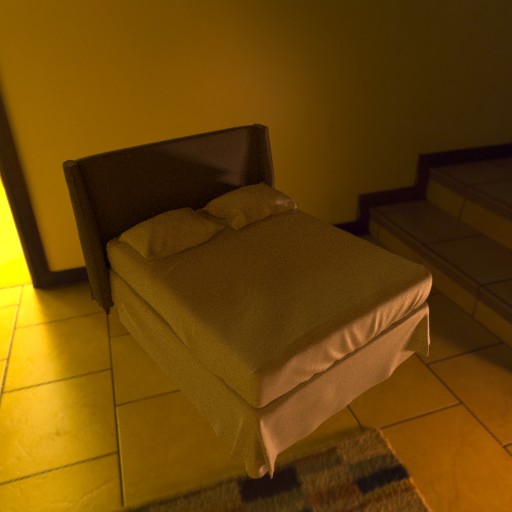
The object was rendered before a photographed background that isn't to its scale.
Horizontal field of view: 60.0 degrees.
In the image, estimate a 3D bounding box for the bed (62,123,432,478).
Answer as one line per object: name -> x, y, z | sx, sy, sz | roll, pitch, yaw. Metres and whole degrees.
bed -> 0.000, 0.000, 3.372 | 1.925, 1.332, 2.276 | -22, 37, -33
